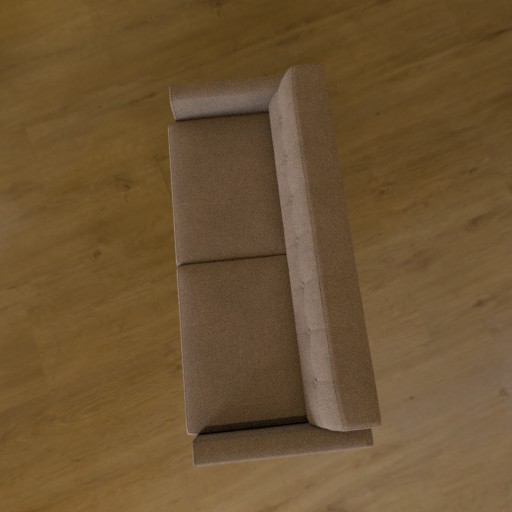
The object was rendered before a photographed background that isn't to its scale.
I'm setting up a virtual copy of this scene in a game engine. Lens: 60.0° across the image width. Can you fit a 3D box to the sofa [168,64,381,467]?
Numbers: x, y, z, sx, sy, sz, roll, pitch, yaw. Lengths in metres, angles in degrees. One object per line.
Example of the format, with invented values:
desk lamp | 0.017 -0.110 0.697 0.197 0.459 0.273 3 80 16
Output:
sofa | 0.000 0.000 2.450 0.909 0.841 2.029 -6 76 -1
